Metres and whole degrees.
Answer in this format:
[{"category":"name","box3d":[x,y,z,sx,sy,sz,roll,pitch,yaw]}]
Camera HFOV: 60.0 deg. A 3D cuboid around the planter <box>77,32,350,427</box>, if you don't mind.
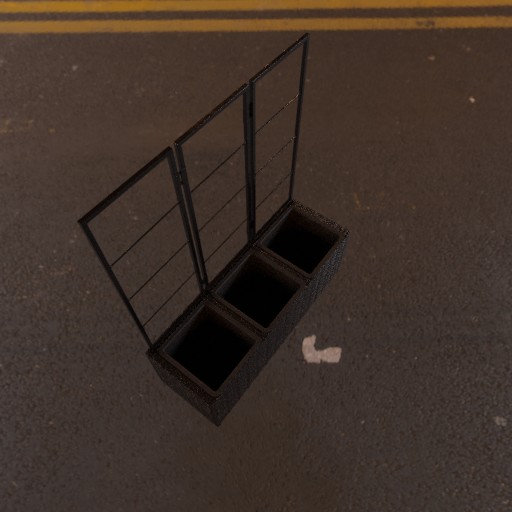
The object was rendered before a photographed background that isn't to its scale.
[{"category":"planter","box3d":[0.000,0.000,1.176,0.244,0.841,0.698,33,63,19]}]
